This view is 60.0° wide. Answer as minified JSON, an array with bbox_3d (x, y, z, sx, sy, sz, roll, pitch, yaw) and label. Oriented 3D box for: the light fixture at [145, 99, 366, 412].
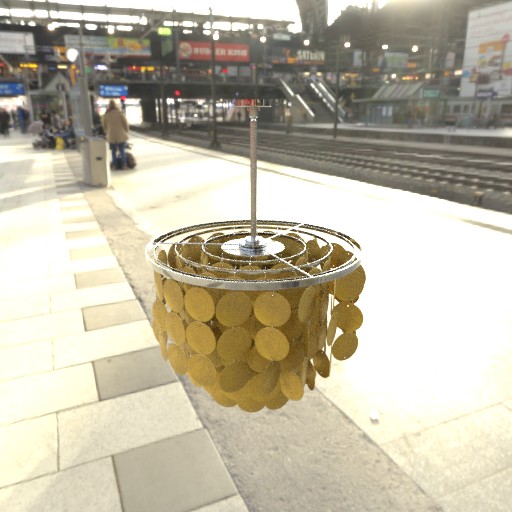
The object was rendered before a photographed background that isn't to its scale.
[{"bbox_3d":[0.000,0.000,0.740,0.368,0.492,0.368,0,18,0],"label":"light fixture"}]
